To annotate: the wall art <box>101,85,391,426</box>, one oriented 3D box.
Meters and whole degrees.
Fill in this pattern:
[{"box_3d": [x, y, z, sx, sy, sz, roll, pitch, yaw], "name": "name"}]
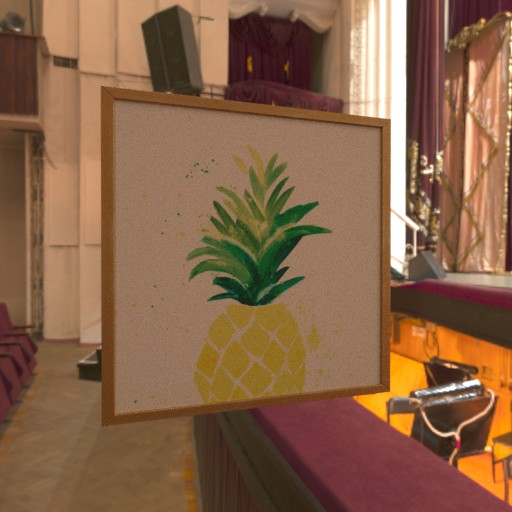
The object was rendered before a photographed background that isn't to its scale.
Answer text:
[{"box_3d": [0.000, 0.000, 0.464, 0.306, 0.305, 0.038, 0, 0, -19], "name": "wall art"}]
